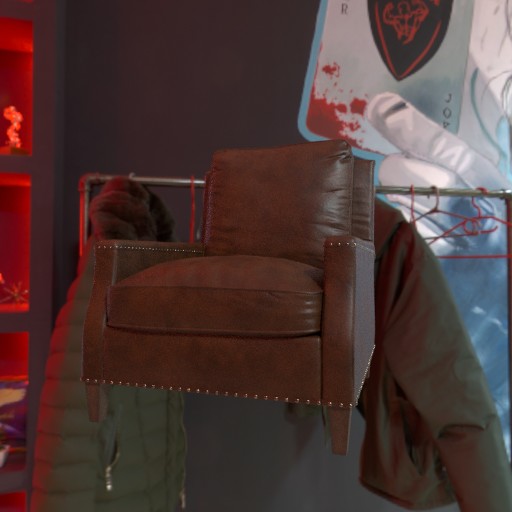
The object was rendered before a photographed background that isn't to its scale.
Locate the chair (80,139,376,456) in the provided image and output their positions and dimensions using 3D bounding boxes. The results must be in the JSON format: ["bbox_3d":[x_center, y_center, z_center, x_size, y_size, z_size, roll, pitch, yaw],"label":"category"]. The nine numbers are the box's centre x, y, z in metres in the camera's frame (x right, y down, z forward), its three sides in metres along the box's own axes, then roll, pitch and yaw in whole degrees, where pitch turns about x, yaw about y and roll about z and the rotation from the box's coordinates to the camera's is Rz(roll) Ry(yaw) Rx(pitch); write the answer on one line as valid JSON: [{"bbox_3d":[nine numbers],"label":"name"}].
[{"bbox_3d":[0.000,0.000,1.723,0.854,1.054,1.035,0,-1,18],"label":"chair"}]
